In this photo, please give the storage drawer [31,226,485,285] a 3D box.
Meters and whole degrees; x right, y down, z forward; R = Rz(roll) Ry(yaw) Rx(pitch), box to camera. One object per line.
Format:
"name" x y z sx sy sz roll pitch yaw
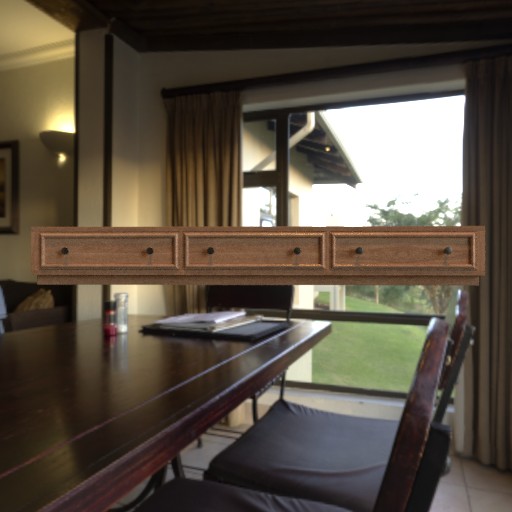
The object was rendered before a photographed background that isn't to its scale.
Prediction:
"storage drawer" 0.000 0.000 2.233 2.032 0.264 0.538 0 0 2
